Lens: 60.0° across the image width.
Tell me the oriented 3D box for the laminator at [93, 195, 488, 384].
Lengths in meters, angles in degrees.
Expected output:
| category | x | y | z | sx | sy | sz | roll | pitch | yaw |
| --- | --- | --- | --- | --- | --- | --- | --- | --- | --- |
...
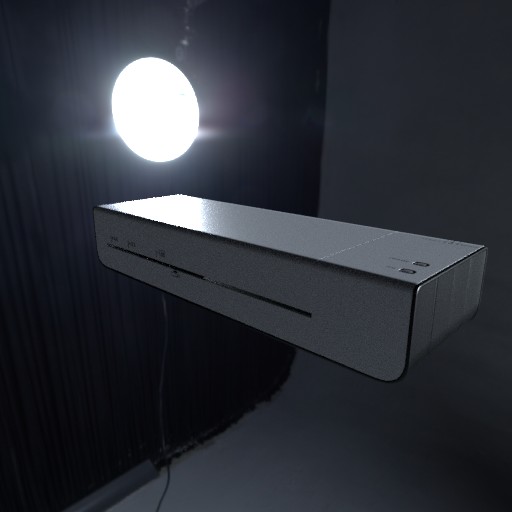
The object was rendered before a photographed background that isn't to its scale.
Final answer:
| category | x | y | z | sx | sy | sz | roll | pitch | yaw |
| --- | --- | --- | --- | --- | --- | --- | --- | --- | --- |
| laminator | 0.000 | 0.000 | 0.386 | 0.340 | 0.062 | 0.123 | 15 | 22 | 41 |
